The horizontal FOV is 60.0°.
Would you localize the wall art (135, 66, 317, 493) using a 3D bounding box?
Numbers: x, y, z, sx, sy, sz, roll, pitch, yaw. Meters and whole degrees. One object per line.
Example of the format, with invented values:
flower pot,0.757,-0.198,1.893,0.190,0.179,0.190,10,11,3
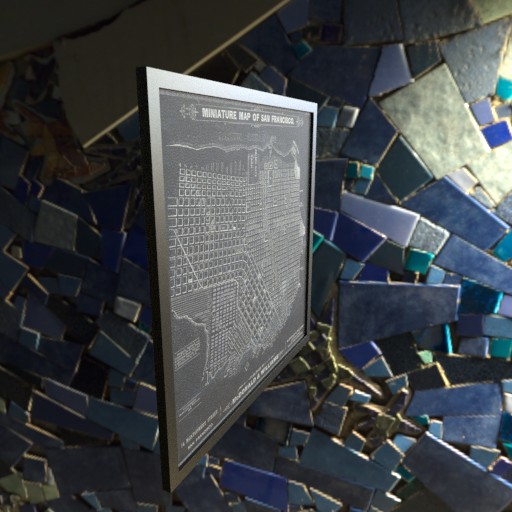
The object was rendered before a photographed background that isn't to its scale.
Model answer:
wall art,0.000,0.000,1.153,0.022,0.807,0.807,7,16,26
